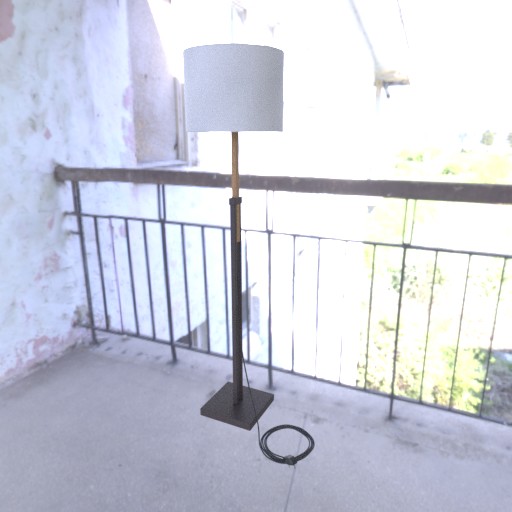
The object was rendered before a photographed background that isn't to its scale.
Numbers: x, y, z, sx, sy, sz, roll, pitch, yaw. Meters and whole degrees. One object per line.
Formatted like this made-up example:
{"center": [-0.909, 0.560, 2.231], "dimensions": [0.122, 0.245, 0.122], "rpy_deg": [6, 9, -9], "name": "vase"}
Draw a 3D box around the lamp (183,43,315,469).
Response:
{"center": [0.000, 0.000, 1.927], "dimensions": [0.639, 1.650, 0.474], "rpy_deg": [8, 18, 25], "name": "lamp"}
